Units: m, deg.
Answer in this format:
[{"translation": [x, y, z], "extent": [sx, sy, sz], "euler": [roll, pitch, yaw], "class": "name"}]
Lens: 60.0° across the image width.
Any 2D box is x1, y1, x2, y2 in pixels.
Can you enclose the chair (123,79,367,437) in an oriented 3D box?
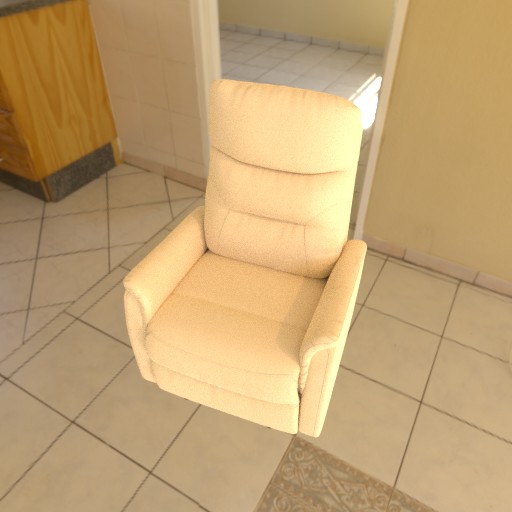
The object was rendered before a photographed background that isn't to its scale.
[{"translation": [0.000, 0.000, 1.679], "extent": [0.775, 1.082, 0.831], "euler": [14, 43, 15], "class": "chair"}]
